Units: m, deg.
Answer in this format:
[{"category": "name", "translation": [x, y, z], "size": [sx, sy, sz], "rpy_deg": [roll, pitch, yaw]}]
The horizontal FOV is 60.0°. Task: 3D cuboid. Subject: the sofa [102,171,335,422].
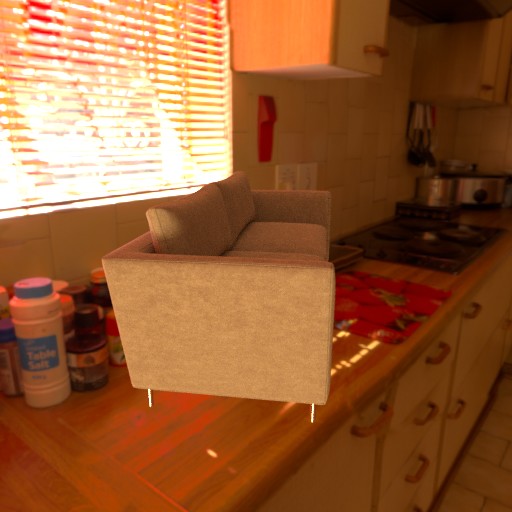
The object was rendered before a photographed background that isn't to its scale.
[{"category": "sofa", "translation": [0.000, 0.000, 2.657], "size": [0.889, 0.864, 2.121], "rpy_deg": [2, 16, 8]}]
